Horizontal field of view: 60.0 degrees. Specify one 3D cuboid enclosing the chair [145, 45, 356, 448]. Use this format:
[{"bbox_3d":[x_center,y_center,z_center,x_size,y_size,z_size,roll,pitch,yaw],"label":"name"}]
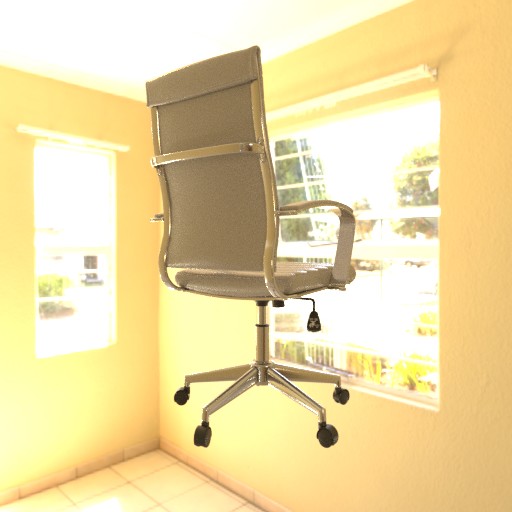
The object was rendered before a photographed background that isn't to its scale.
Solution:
[{"bbox_3d":[0.000,0.000,1.568,0.679,1.149,0.667,1,2,36],"label":"chair"}]
